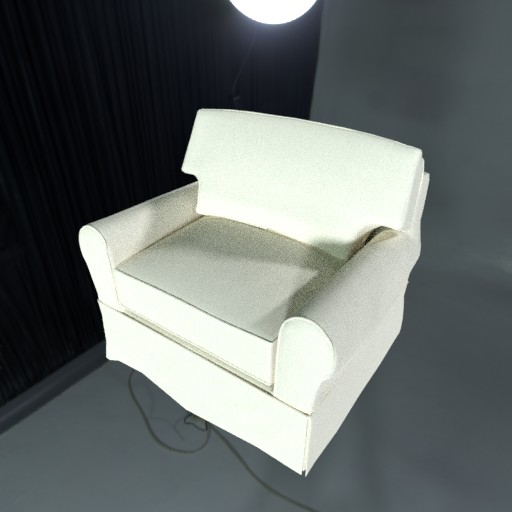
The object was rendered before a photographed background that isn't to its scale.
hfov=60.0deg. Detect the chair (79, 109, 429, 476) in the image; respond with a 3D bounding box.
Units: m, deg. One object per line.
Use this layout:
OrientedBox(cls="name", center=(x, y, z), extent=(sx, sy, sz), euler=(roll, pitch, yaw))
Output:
OrientedBox(cls="chair", center=(0.000, 0.000, 1.753), extent=(1.099, 0.958, 0.904), euler=(20, 37, 29))
